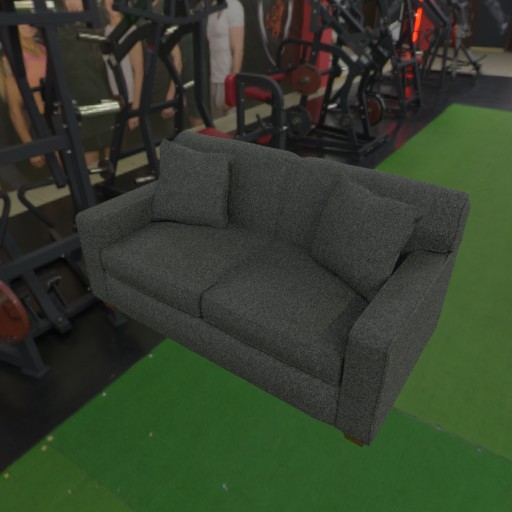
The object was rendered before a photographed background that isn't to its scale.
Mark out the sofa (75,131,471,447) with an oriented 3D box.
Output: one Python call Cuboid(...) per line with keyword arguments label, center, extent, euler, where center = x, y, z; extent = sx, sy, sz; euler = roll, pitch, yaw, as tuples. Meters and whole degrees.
Cuboid(label="sofa", center=(0.000, 0.000, 2.418), extent=(1.846, 0.958, 0.998), euler=(20, 37, 30))
